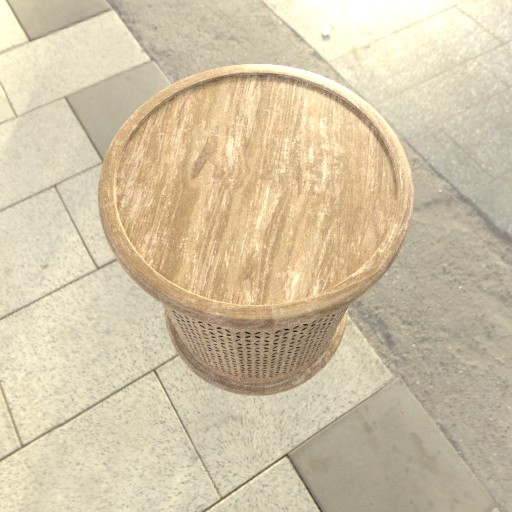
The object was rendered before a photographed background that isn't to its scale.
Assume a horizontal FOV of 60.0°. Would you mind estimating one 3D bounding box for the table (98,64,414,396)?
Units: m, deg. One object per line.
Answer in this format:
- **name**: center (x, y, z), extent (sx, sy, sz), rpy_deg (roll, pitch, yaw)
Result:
- **table**: center (0.000, 0.000, 0.784), extent (0.407, 0.482, 0.407), rpy_deg (0, 64, 0)
